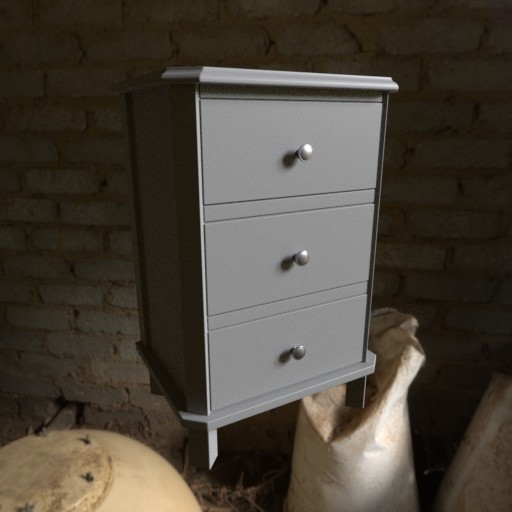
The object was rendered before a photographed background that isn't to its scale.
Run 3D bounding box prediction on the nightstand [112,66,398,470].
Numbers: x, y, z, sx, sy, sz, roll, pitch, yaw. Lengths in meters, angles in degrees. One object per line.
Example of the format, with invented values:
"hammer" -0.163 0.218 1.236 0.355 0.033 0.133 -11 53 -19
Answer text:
"nightstand" 0.000 0.000 0.921 0.450 0.680 0.350 -9 20 -28
